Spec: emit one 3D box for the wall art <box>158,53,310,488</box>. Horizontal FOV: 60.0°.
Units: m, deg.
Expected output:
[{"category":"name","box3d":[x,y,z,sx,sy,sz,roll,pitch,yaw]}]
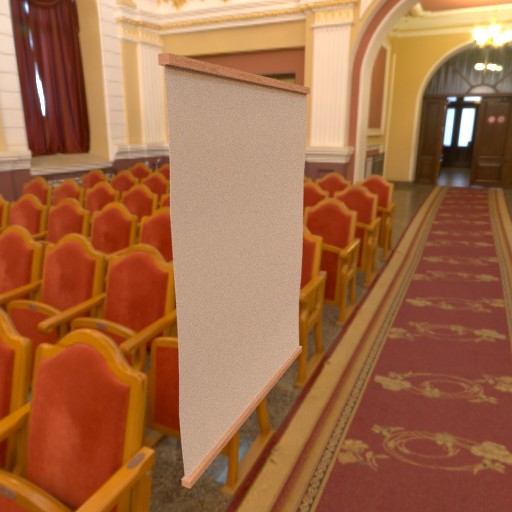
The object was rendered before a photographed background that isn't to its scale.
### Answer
[{"category":"wall art","box3d":[0.000,0.000,0.670,0.013,0.508,0.406,8,18,25]}]
